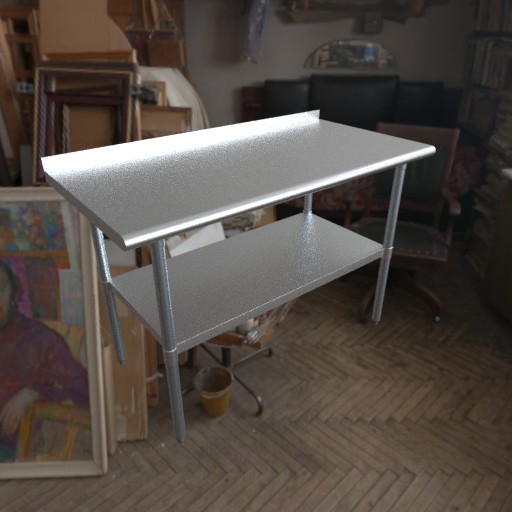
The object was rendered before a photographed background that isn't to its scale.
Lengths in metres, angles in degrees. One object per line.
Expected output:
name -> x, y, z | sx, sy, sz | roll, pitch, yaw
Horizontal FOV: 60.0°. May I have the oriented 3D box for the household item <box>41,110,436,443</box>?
household item -> 0.000, 0.000, 1.701 | 1.219, 0.851, 0.610 | -21, 35, -33
